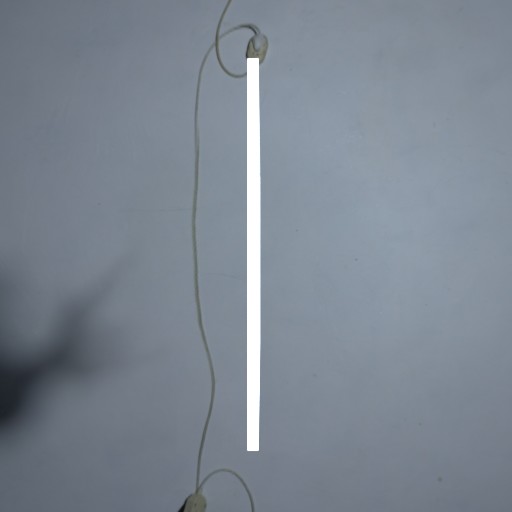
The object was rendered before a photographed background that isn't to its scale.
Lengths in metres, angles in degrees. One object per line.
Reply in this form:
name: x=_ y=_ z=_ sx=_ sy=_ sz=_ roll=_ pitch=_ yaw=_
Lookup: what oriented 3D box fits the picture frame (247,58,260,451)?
picture frame: x=0.000 y=0.000 z=0.845 sx=0.013 sy=0.657 sz=0.457 roll=0 pitch=90 yaw=1
